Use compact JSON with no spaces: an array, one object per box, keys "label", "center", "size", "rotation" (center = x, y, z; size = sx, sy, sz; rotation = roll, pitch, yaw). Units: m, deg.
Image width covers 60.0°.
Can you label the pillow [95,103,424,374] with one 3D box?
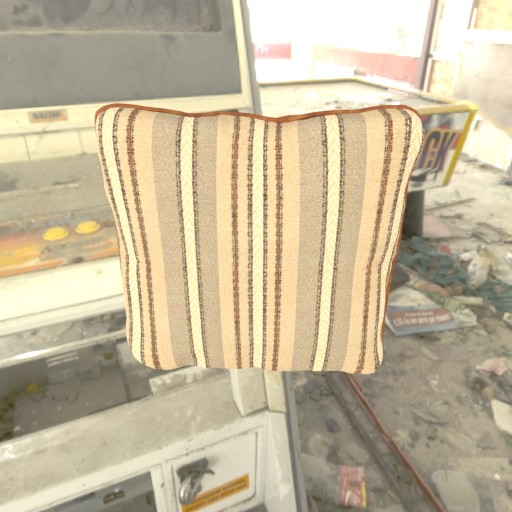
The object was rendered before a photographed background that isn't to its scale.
[{"label":"pillow","center":[0.000,0.000,0.748],"size":[0.489,0.490,0.130],"rotation":[1,28,2]}]
